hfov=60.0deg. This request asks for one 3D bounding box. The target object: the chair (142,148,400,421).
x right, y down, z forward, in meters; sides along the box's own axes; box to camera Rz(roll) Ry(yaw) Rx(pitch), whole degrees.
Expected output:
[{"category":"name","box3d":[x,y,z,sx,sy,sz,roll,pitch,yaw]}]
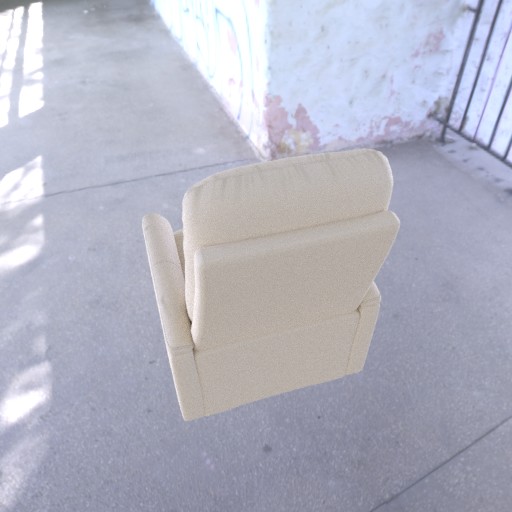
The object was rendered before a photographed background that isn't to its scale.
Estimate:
[{"category":"chair","box3d":[0.000,0.000,1.655,0.775,1.082,0.831,-12,43,-13]}]
